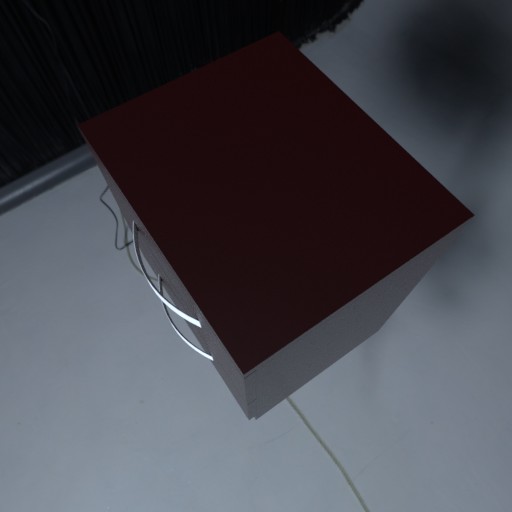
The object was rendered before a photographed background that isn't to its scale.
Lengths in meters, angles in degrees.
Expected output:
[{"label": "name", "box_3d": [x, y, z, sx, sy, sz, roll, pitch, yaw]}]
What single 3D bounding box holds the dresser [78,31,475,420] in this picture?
[{"label": "dresser", "box_3d": [0.000, 0.000, 0.768, 0.360, 0.470, 0.400, -32, 68, -15]}]
